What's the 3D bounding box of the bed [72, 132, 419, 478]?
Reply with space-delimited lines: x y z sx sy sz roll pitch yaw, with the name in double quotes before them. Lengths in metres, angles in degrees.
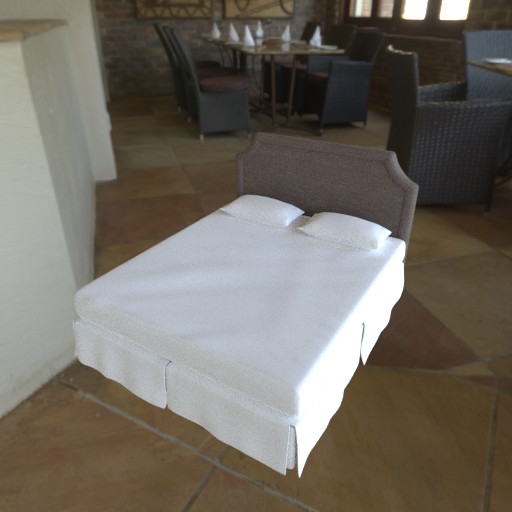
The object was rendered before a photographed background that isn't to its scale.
"bed" 0.000 0.000 4.207 2.350 1.590 2.773 17 33 27
